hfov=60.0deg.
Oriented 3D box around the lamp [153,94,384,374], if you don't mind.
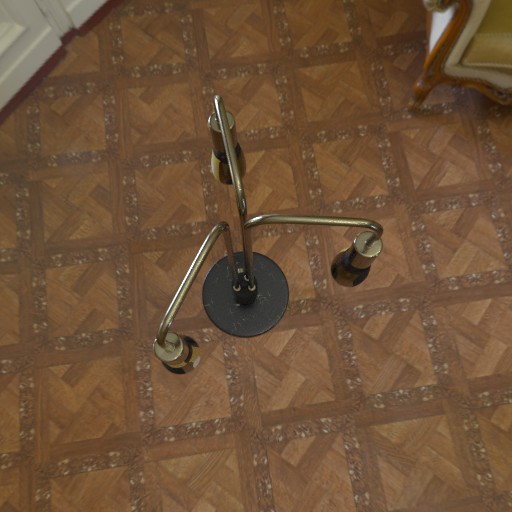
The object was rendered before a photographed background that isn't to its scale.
[{"bbox_3d":[0.000,0.000,0.802,0.355,0.560,0.368,-10,75,-3],"label":"lamp"}]
